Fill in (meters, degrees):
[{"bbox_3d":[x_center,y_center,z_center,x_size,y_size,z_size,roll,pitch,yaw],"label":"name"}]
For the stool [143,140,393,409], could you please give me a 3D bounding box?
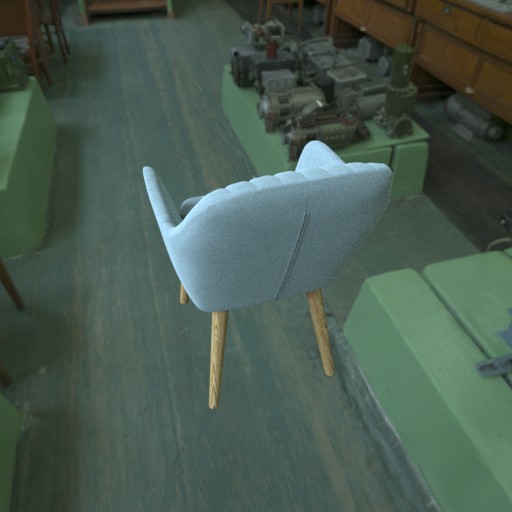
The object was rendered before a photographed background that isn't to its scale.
[{"bbox_3d":[0.000,0.000,1.215,0.503,0.830,0.590,-12,43,-13],"label":"stool"}]
